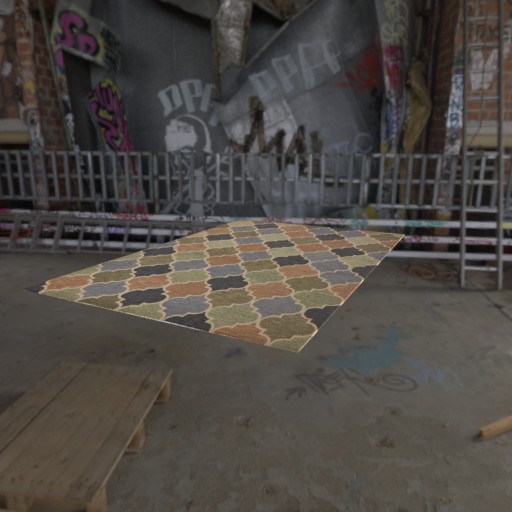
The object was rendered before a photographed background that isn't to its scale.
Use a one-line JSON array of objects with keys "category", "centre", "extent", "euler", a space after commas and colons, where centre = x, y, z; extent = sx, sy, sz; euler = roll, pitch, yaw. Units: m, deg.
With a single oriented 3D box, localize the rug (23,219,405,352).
[{"category": "rug", "centre": [0.000, 0.000, 2.343], "extent": [1.216, 0.006, 1.828], "euler": [7, 17, 26]}]
